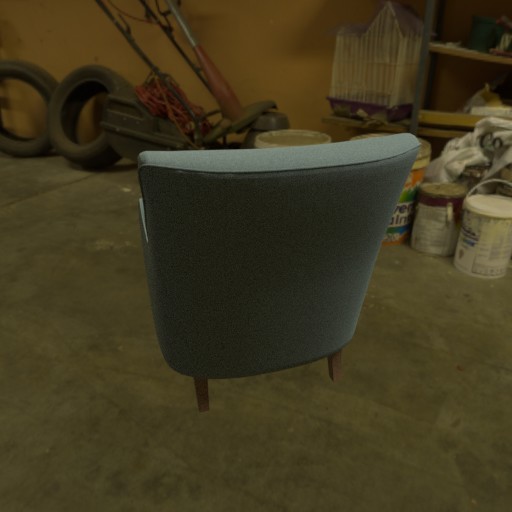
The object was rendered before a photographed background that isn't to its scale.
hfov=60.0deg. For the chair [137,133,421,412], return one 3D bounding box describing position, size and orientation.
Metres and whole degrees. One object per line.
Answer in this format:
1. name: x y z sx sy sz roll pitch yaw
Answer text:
1. chair: 0.000 0.000 1.562 0.756 0.916 0.879 -8 28 -15
